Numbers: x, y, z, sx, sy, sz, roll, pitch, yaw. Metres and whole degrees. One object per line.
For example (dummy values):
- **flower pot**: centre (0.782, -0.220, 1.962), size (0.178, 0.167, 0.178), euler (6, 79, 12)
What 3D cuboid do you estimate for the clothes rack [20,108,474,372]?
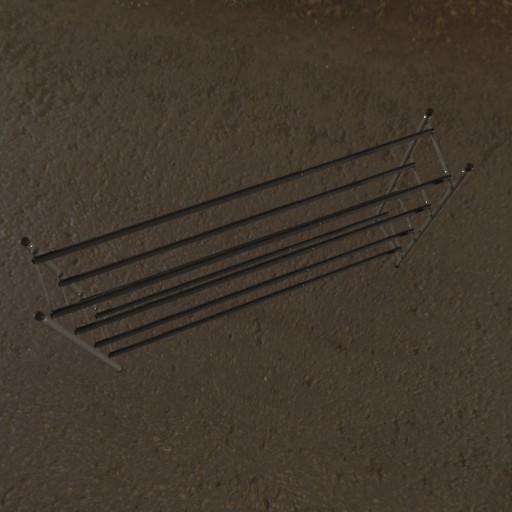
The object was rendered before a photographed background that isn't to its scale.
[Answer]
- **clothes rack**: centre (0.000, 0.000, 1.440), size (1.168, 0.672, 0.229), euler (-19, 67, -9)
